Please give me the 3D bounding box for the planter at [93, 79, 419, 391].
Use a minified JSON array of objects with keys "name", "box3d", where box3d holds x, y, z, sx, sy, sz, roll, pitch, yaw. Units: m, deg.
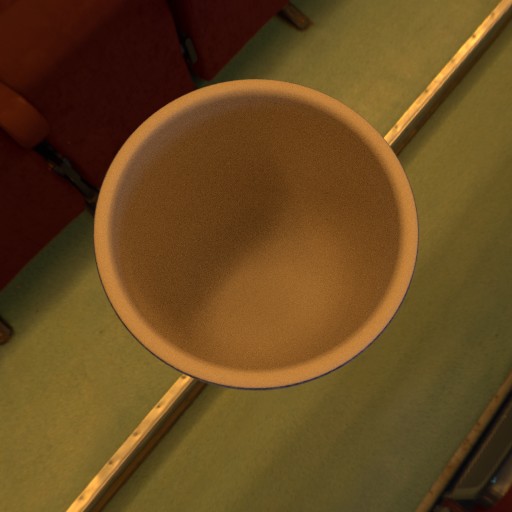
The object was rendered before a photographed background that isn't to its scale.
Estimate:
[{"name":"planter","box3d":[0.000,0.000,0.292,0.165,0.149,0.165,0,76,0]}]
